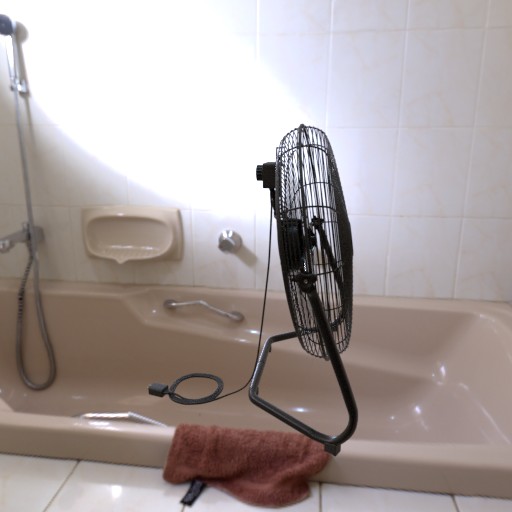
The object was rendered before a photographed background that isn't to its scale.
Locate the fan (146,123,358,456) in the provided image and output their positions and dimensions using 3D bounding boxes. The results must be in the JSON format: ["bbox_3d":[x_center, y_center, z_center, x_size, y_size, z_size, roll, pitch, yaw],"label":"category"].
[{"bbox_3d":[0.000,0.000,0.955,0.424,0.546,0.555,2,15,9],"label":"fan"}]
